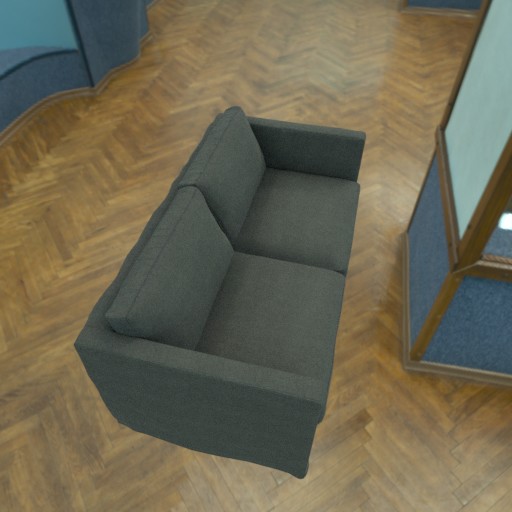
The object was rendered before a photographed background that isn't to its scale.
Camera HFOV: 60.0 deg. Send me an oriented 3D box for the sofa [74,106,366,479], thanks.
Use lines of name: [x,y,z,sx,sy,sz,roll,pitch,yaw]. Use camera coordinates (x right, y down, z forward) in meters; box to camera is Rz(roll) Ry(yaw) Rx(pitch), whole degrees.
sofa: [0.000,0.000,2.354,0.974,0.854,1.802,11,47,10]
